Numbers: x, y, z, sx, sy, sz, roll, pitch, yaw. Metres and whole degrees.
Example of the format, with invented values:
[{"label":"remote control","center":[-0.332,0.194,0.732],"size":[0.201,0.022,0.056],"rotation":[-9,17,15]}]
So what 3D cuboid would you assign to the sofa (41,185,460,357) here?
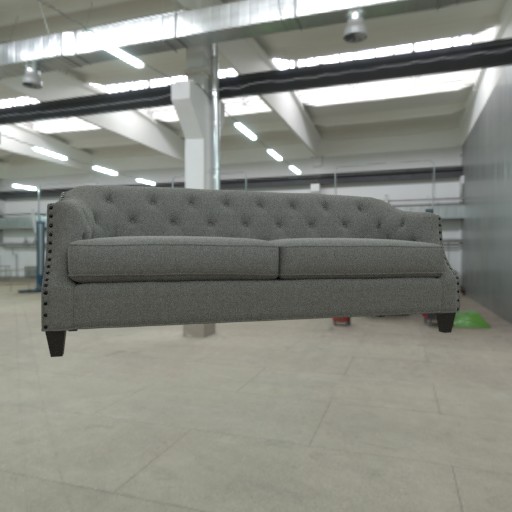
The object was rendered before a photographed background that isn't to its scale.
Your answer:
[{"label":"sofa","center":[0.000,0.000,2.678],"size":[2.235,0.901,0.914],"rotation":[0,0,-17]}]
